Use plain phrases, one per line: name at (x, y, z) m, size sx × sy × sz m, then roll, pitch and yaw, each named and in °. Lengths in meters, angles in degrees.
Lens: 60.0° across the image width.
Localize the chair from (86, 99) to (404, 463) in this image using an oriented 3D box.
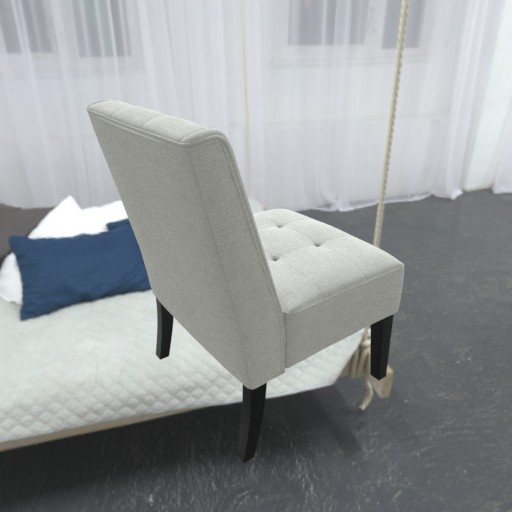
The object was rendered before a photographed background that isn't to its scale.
chair at (0.000, 0.000, 1.274) m, size 0.676 × 0.853 × 0.569 m, roll -17°, pitch 31°, yaw -32°
